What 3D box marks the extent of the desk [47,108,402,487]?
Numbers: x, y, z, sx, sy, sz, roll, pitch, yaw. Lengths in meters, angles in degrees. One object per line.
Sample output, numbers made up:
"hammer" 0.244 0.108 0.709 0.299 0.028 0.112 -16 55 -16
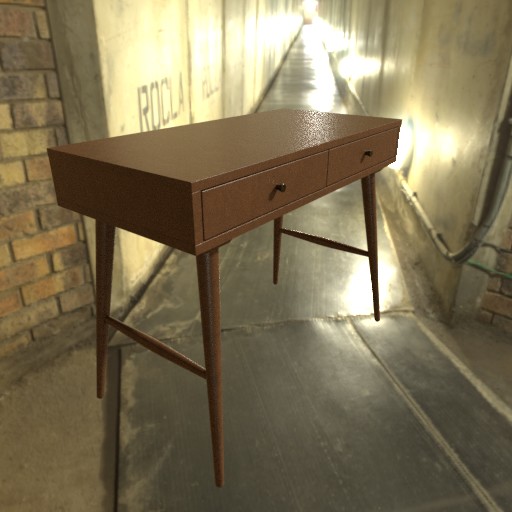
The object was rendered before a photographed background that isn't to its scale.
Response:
"desk" 0.000 0.000 1.382 0.510 0.758 0.949 18 31 34
